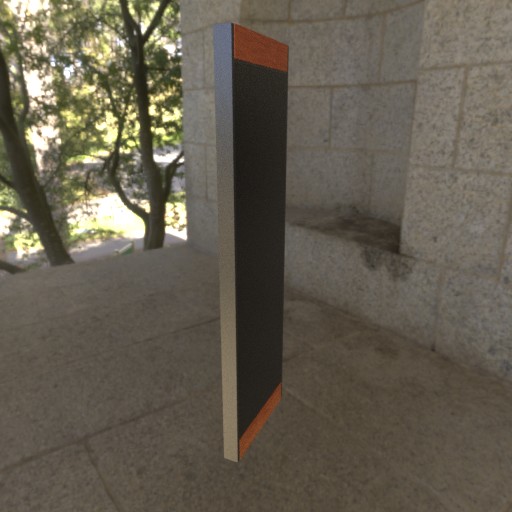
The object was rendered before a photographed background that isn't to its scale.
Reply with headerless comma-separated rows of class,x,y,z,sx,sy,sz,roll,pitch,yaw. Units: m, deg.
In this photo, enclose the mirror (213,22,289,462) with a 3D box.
mirror,0.000,0.000,1.247,0.047,1.123,0.343,8,19,23
